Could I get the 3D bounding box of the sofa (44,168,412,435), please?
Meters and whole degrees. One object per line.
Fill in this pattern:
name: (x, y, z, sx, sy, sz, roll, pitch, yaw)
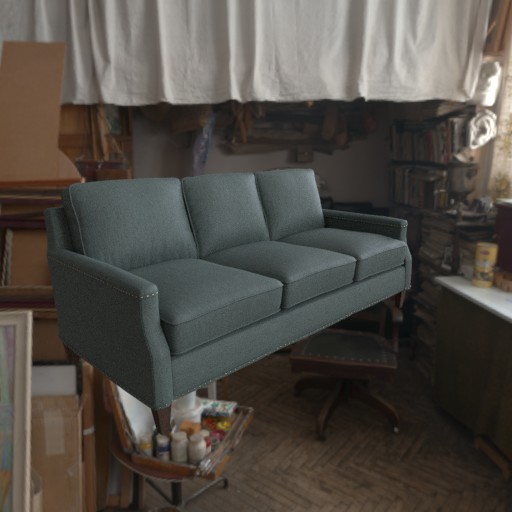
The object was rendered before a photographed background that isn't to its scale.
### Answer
sofa: (0.000, 0.000, 2.822, 1.084, 1.003, 2.246, 14, 20, 43)
